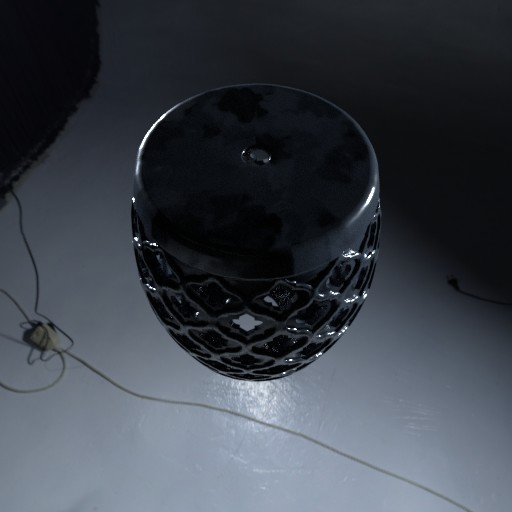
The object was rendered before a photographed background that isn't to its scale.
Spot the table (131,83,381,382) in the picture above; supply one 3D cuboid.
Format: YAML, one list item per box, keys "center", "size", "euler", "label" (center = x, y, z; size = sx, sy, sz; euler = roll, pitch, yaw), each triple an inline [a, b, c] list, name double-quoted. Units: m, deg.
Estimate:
- center: [0.000, 0.000, 0.634]
  size: [0.325, 0.388, 0.325]
  euler: [0, 57, 0]
  label: "table"
